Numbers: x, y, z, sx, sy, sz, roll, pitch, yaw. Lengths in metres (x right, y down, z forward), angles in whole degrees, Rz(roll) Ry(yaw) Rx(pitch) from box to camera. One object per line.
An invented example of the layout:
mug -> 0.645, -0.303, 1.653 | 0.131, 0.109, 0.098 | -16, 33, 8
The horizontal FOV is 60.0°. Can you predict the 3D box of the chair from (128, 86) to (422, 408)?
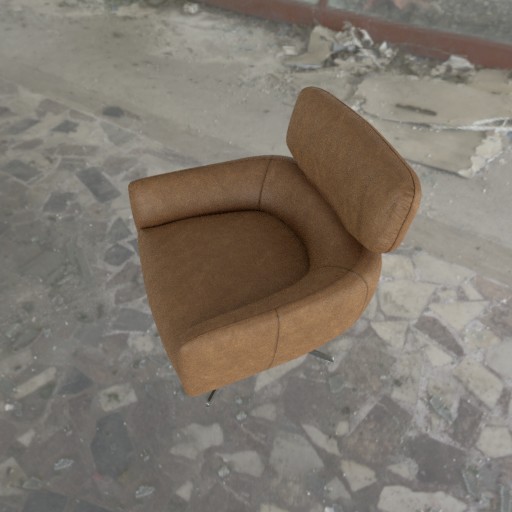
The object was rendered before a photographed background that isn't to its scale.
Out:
chair -> 0.000, 0.000, 1.412 | 0.715, 0.812, 0.706 | -16, 48, -14
